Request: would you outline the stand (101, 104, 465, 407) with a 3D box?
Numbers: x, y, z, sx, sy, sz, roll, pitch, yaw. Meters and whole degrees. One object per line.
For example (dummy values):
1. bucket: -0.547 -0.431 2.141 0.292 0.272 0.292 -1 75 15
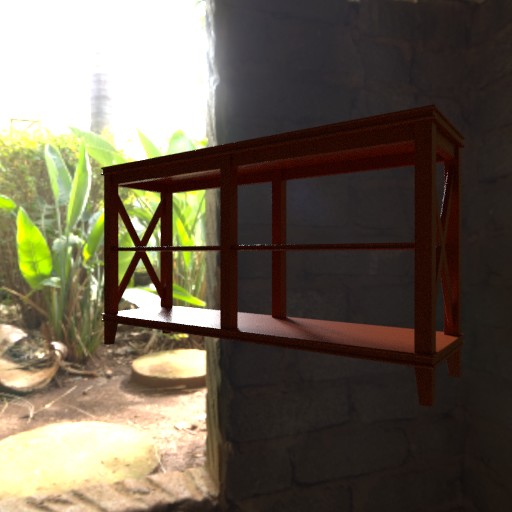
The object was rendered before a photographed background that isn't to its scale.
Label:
1. stand: 0.000 0.000 1.660 1.372 0.762 0.381 0 0 36
